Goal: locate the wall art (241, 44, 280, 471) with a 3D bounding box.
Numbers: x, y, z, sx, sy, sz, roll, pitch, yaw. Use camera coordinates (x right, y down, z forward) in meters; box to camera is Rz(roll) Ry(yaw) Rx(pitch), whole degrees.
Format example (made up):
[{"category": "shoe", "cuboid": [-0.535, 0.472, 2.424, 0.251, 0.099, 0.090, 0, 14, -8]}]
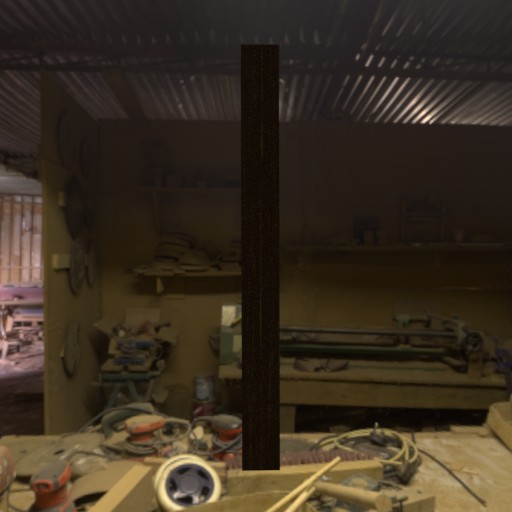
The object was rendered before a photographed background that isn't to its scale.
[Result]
[{"category": "wall art", "cuboid": [0.000, 0.000, 0.534, 0.031, 0.330, 0.381, 0, 1, -1]}]
